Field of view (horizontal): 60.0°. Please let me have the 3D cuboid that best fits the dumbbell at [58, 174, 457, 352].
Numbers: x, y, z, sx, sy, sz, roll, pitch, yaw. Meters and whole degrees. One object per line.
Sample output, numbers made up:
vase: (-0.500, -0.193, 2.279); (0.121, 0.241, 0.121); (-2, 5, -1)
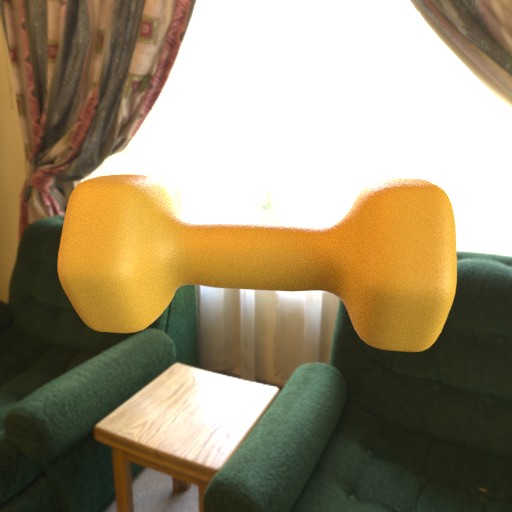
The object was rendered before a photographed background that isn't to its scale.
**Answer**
dumbbell: (0.000, 0.000, 0.234); (0.190, 0.082, 0.090); (2, 16, 8)
